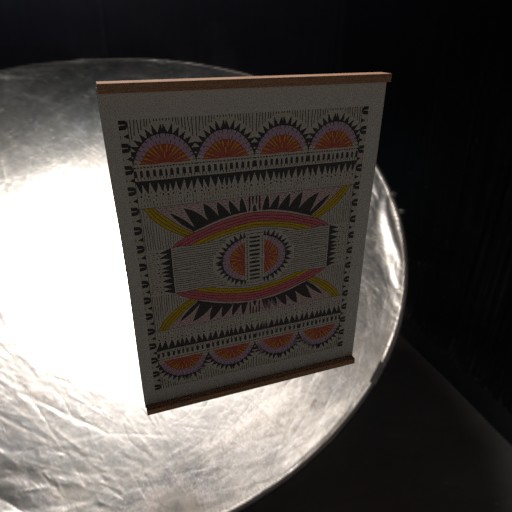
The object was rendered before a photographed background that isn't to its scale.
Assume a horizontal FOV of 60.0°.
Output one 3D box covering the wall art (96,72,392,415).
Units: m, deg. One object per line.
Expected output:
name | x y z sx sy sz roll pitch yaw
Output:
wall art | 0.000 0.000 0.702 0.403 0.527 0.028 -9 29 -17
